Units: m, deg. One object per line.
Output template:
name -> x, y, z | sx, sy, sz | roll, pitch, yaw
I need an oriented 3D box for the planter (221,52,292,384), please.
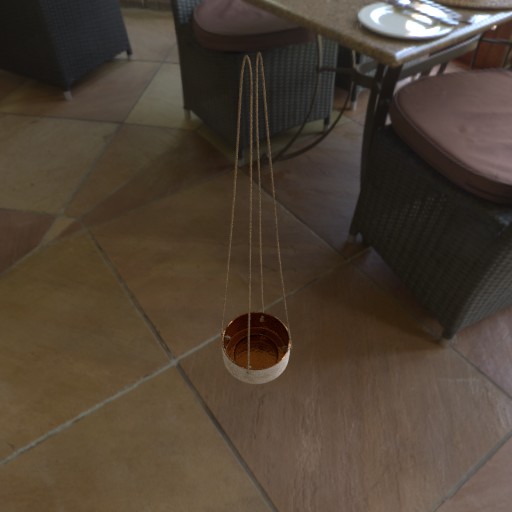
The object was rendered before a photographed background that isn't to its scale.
planter -> 0.000, 0.000, 1.150 | 0.223, 1.030, 0.223 | -25, 51, -22
